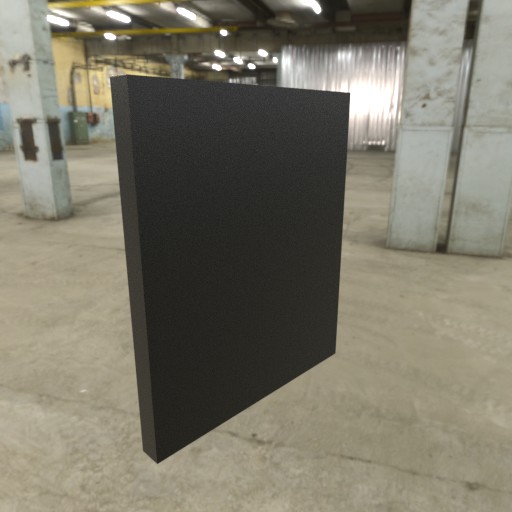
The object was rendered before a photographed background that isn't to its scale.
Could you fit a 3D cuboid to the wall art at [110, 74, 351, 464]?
[{"bbox_3d":[0.000,0.000,0.531,0.028,0.380,0.325,16,23,42],"label":"wall art"}]
